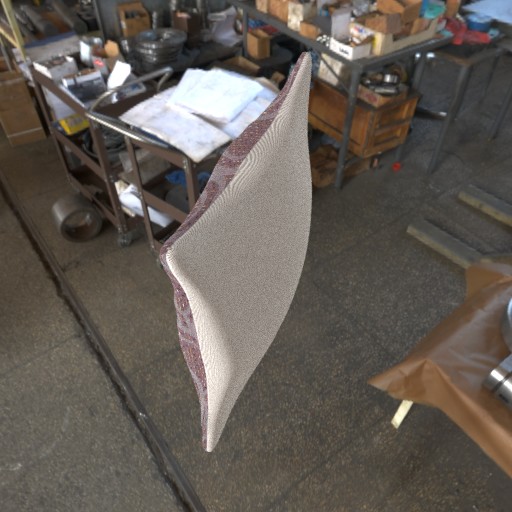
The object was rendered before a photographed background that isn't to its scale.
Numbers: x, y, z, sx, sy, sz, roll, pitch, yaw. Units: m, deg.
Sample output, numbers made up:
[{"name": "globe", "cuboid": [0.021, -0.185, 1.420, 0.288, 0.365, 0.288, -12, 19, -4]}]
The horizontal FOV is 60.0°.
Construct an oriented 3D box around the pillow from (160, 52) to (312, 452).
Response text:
[{"name": "pillow", "cuboid": [0.000, 0.000, 0.772, 0.163, 0.513, 0.514, 15, 48, 14]}]
